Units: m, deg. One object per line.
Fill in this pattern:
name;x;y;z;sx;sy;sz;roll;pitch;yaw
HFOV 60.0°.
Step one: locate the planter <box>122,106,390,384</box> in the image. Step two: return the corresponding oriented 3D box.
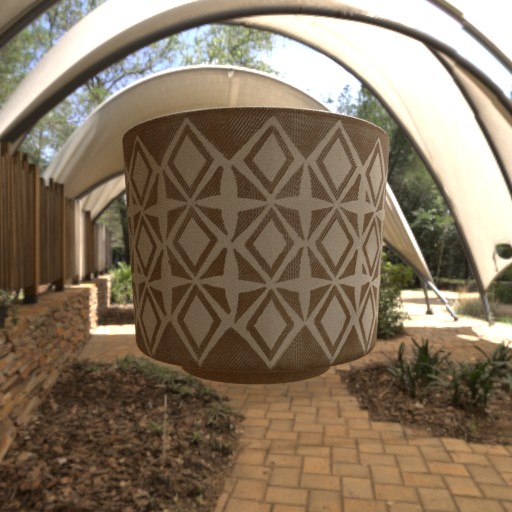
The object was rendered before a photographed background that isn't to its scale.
planter;0.000;0.000;0.451;0.260;0.220;0.260;0;0;0
